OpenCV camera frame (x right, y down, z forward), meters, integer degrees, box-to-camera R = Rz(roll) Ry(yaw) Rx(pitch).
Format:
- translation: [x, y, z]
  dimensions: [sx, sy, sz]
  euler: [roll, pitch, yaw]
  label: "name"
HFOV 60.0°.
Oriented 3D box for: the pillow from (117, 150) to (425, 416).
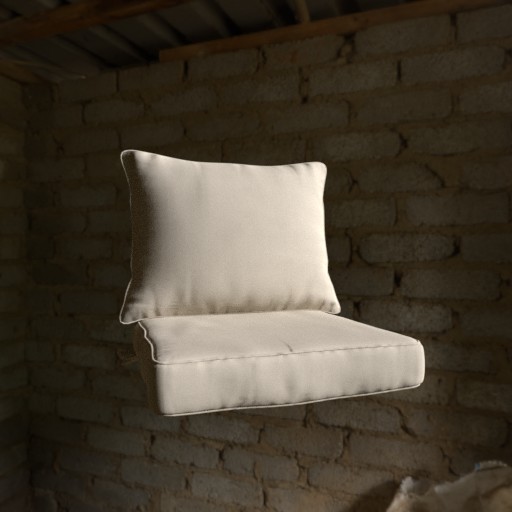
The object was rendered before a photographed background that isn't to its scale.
- translation: [0.000, 0.000, 1.345]
  dimensions: [0.798, 0.716, 0.733]
  euler: [0, 1, -18]
  label: "pillow"
